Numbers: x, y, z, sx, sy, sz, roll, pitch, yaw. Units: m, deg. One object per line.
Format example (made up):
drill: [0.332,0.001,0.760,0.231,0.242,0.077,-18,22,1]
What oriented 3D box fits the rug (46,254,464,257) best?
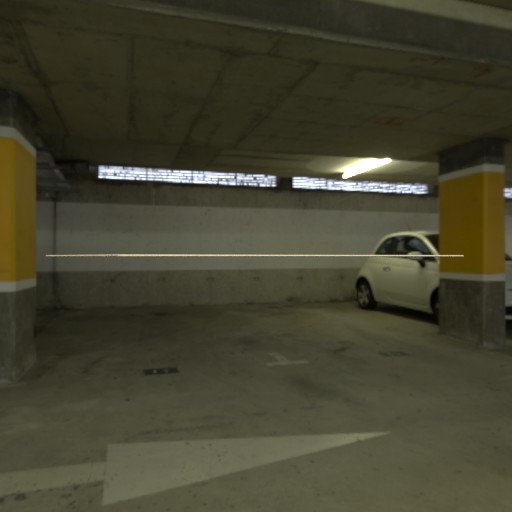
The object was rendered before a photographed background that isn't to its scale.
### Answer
rug: [0.000,0.000,2.326,1.828,0.007,1.220,0,0,-34]
